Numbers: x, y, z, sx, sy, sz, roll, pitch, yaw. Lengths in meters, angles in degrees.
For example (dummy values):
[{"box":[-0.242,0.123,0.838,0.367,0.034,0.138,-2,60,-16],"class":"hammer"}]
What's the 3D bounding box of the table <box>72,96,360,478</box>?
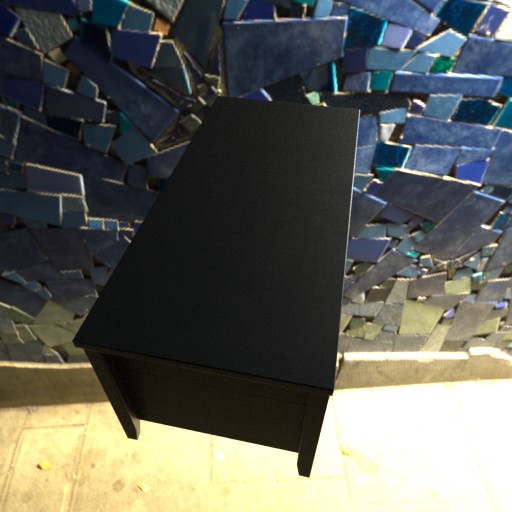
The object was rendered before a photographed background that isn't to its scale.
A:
[{"box":[0.000,0.000,1.294,0.483,0.457,1.016,8,46,8],"class":"table"}]
